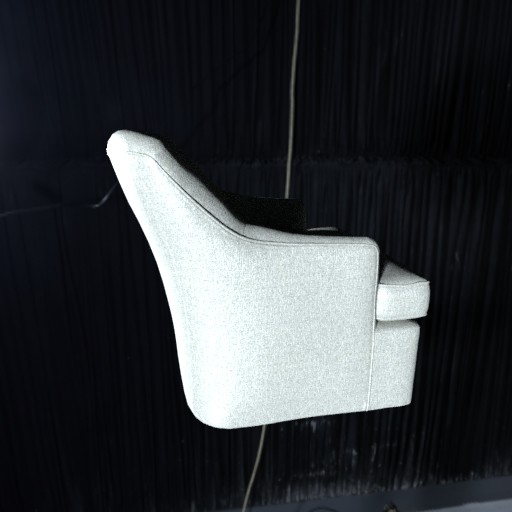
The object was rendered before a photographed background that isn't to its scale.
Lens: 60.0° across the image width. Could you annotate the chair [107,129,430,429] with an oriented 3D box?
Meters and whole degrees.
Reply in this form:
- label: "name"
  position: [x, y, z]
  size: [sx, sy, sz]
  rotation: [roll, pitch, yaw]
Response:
- label: "chair"
  position: [0.000, 0.000, 1.563]
  size: [0.923, 0.856, 0.864]
  rotation: [-3, 16, -10]
